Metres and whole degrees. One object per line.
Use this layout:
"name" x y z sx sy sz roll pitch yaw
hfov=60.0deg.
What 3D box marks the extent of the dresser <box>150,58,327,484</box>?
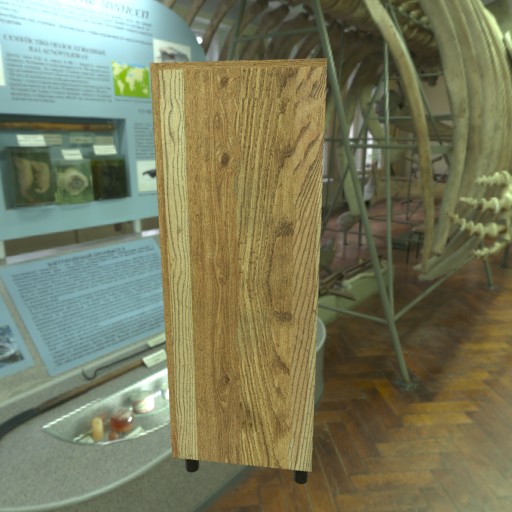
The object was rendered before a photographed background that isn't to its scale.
"dresser" 0.000 0.000 1.707 0.480 1.243 0.966 2 15 8
